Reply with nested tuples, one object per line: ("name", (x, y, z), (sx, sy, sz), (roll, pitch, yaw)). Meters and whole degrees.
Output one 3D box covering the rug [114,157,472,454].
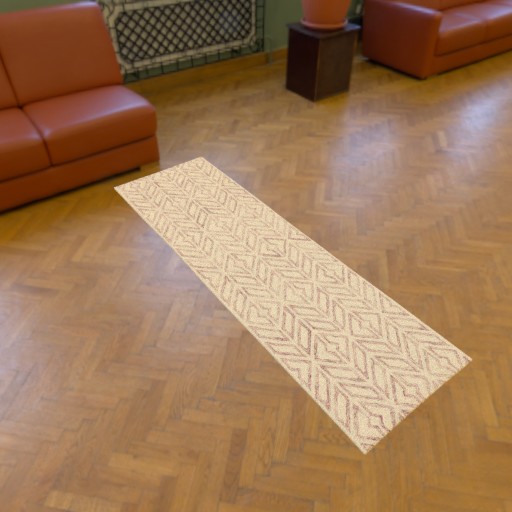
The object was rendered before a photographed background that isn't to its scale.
("rug", (0.000, 0.000, 2.668), (0.750, 0.009, 2.435), (-27, 48, -27))
